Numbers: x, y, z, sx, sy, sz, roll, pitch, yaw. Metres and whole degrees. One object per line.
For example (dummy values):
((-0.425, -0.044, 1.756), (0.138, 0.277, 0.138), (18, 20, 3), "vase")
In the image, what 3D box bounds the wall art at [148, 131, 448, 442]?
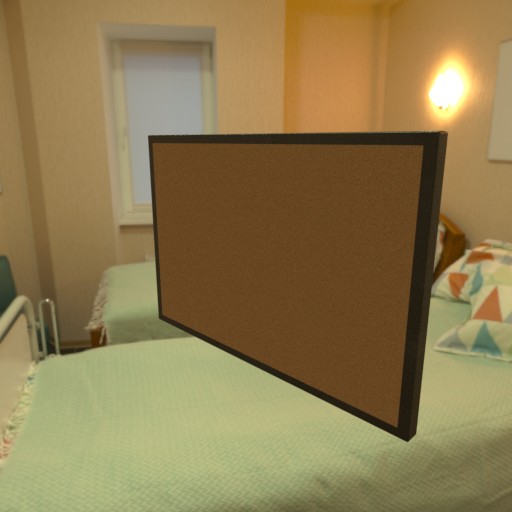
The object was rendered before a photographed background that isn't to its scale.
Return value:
((0.000, 0.000, 1.148), (0.038, 0.612, 0.912), (-14, 20, -43), "wall art")
